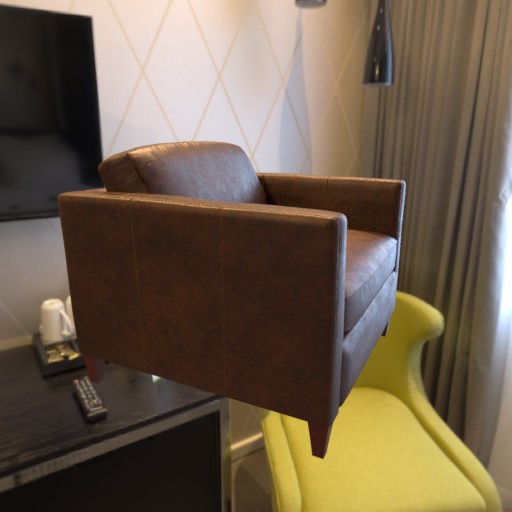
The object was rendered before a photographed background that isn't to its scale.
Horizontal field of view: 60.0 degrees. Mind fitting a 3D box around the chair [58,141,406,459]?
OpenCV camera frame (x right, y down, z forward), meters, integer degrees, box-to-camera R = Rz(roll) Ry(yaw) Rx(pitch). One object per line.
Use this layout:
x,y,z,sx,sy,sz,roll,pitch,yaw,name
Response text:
0.000,0.000,1.734,0.975,0.864,0.990,8,17,26,chair
